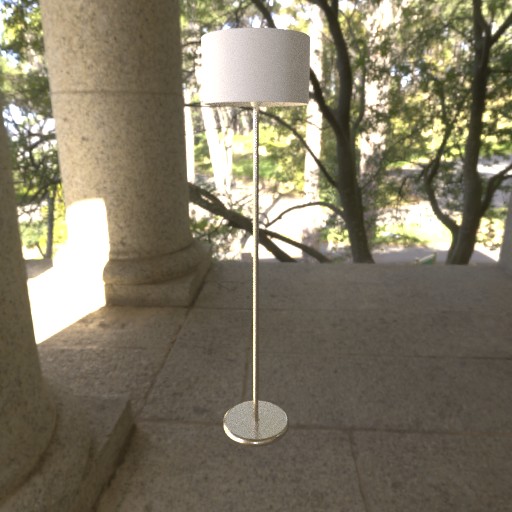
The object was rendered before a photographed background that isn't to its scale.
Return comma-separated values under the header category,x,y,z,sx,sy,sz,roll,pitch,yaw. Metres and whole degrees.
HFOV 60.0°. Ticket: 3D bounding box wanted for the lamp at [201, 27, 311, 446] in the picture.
category,x,y,z,sx,sy,sz,roll,pitch,yaw
lamp,0.000,0.000,1.617,0.347,1.443,0.347,-8,18,-25
